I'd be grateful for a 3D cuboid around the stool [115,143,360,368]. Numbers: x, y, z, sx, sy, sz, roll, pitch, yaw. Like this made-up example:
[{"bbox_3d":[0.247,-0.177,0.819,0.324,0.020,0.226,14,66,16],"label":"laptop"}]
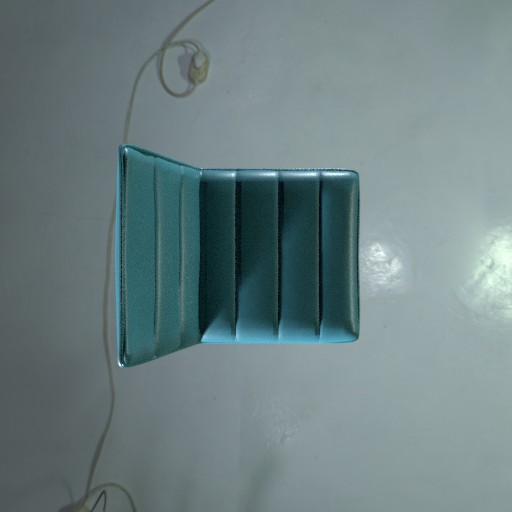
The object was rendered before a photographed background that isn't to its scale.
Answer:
[{"bbox_3d":[0.000,0.000,1.213,0.524,0.936,0.489,0,90,-1],"label":"stool"}]
